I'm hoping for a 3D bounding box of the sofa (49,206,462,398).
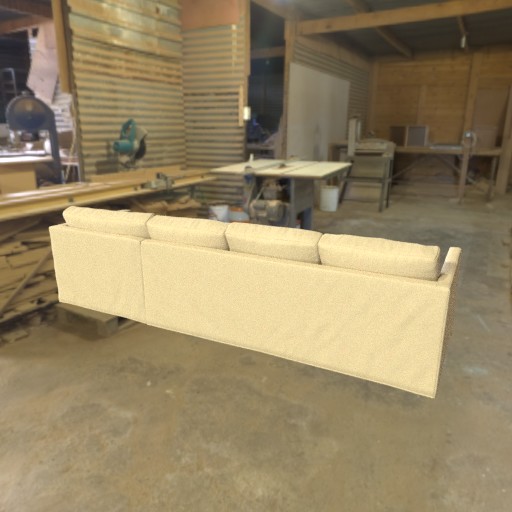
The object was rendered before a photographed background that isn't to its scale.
[{"bbox_3d":[0.000,0.000,3.823,3.206,0.871,1.622,9,19,26],"label":"sofa"}]
